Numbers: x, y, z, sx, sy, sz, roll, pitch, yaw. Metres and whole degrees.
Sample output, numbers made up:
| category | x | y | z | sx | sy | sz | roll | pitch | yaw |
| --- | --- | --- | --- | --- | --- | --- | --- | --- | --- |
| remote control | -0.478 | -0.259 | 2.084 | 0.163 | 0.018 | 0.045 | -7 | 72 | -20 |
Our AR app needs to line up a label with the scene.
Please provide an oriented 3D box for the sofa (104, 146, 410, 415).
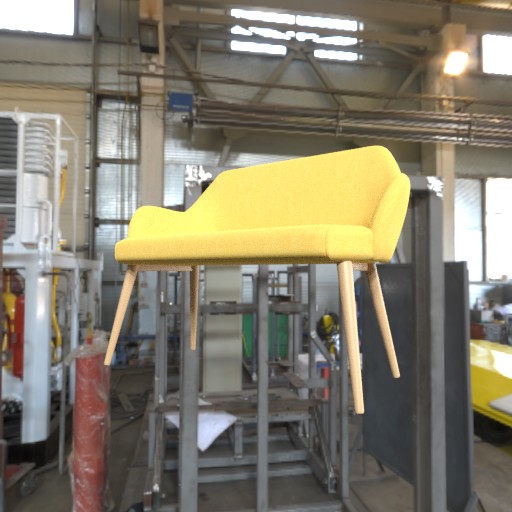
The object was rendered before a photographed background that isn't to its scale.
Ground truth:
| category | x | y | z | sx | sy | sz | roll | pitch | yaw |
| --- | --- | --- | --- | --- | --- | --- | --- | --- | --- |
| sofa | 0.000 | 0.000 | 1.648 | 1.150 | 0.840 | 0.610 | -1 | -3 | 35 |
